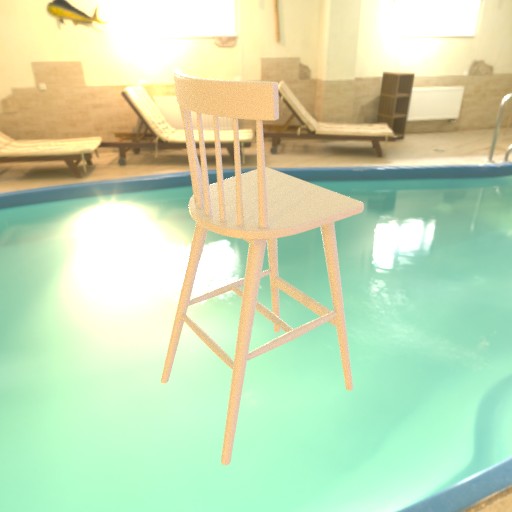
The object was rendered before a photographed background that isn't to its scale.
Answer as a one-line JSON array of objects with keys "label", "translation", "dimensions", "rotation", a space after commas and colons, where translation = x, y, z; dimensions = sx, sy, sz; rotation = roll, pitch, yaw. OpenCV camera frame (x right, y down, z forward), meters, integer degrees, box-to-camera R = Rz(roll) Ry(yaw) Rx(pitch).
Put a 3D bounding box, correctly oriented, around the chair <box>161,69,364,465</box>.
[{"label": "chair", "translation": [0.000, 0.000, 1.424], "dimensions": [0.572, 1.092, 0.483], "rotation": [-18, 32, -31]}]
